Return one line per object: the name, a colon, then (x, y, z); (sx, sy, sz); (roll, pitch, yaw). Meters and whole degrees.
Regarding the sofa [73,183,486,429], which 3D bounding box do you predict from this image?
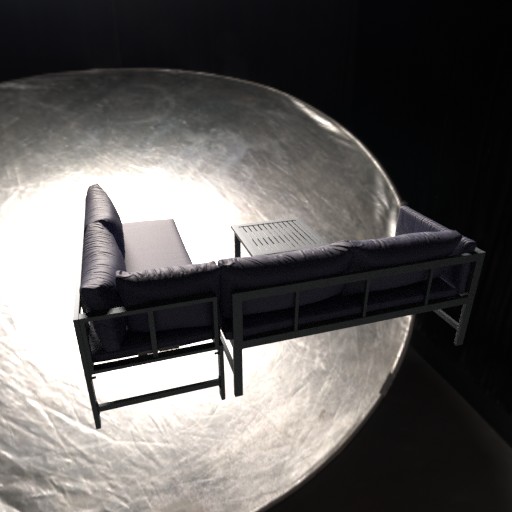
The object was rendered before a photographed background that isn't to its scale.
sofa: (0.000, 0.000, 2.965); (2.149, 0.762, 1.658); (-8, 27, -16)
